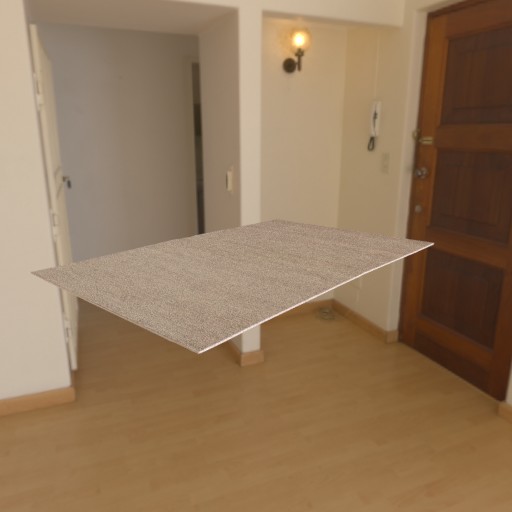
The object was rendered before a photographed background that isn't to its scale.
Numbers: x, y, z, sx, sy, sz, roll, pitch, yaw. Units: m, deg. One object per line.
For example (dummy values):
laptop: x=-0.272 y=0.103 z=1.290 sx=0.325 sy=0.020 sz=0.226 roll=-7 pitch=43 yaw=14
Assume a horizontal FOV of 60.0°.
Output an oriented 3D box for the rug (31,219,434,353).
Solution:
rug: x=0.000 y=0.000 z=2.279 sx=1.154 sy=0.021 sz=1.792 roll=13 pitch=20 yaw=40
